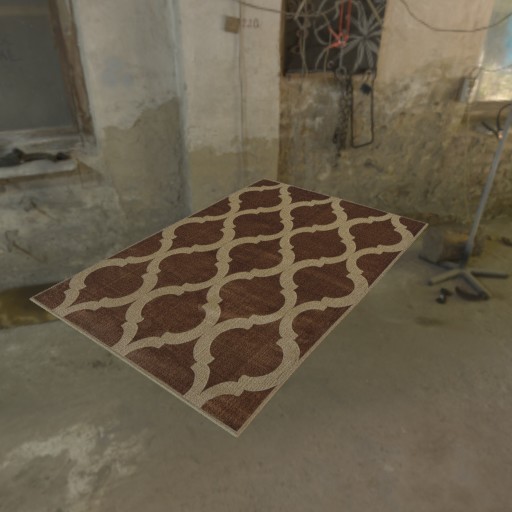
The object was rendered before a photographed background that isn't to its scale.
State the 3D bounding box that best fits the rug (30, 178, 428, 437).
[{"bbox_3d":[0.000,0.000,2.918,1.526,0.014,2.290,21,37,31],"label":"rug"}]
